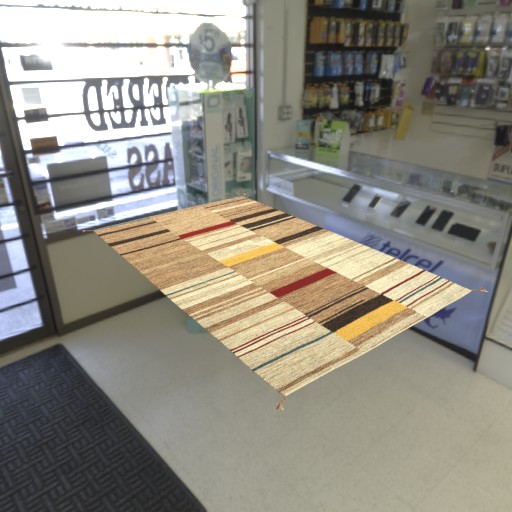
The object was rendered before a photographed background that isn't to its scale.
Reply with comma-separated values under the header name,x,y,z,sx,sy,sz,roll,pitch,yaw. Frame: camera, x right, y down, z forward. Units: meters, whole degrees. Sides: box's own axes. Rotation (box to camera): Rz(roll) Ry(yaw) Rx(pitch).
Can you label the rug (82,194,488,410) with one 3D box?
name,x,y,z,sx,sy,sz,roll,pitch,yaw
rug,0.000,0.000,2.389,1.268,0.007,1.918,-18,31,-33
